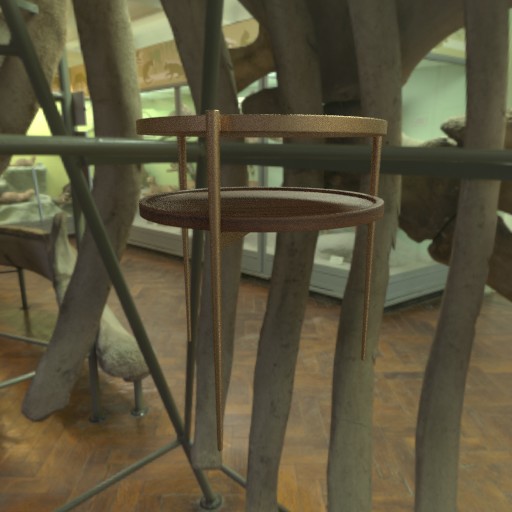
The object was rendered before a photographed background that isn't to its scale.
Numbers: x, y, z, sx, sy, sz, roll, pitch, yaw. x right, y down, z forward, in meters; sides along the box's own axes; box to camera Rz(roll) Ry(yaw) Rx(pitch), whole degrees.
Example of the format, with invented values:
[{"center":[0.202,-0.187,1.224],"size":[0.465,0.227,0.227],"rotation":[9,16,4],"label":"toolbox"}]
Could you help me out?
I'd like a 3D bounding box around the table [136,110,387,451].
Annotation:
[{"center":[0.000,0.000,0.839],"size":[0.456,0.493,0.430],"rotation":[14,20,43],"label":"table"}]
